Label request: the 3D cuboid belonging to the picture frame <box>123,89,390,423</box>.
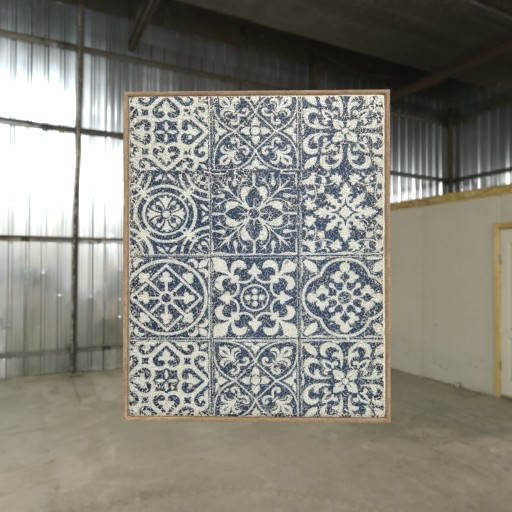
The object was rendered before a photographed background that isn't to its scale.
[{"bbox_3d":[0.000,0.000,0.726,0.424,0.526,0.043,0,0,1],"label":"picture frame"}]
